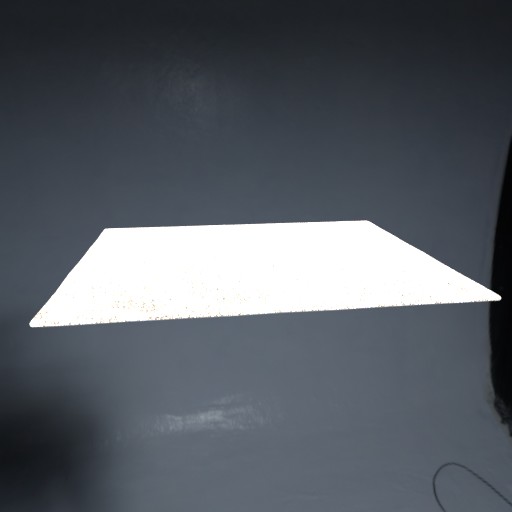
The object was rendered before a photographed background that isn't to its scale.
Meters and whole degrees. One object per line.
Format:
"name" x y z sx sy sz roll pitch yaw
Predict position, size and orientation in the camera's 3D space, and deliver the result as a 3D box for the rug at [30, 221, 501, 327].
"rug" 0.000 0.000 3.961 3.047 0.029 2.438 -2 17 -8
